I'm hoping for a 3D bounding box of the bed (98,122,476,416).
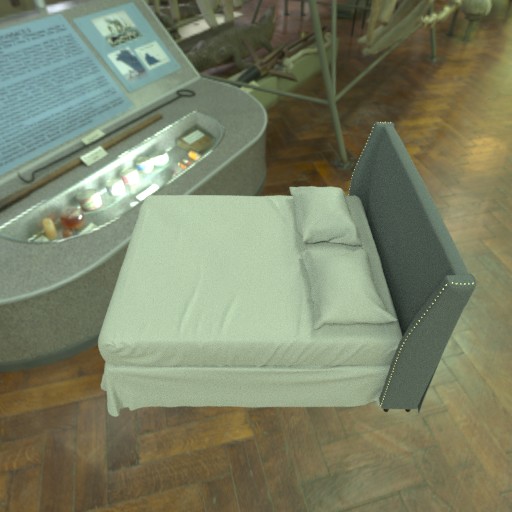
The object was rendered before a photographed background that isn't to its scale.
[{"bbox_3d":[0.000,0.000,3.382,2.276,1.332,1.925,0,42,0],"label":"bed"}]
